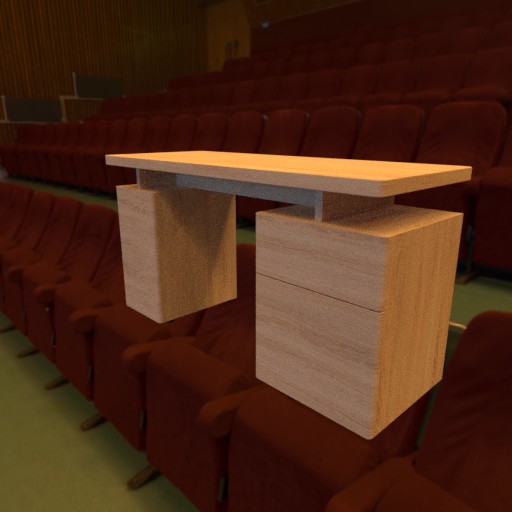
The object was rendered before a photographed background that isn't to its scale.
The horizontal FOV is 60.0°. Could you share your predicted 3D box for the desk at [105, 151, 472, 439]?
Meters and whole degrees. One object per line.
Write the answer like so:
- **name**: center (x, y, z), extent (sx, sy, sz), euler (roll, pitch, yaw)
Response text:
- **desk**: center (0.000, 0.000, 1.790), extent (0.550, 0.760, 1.400), euler (-15, 22, -42)
